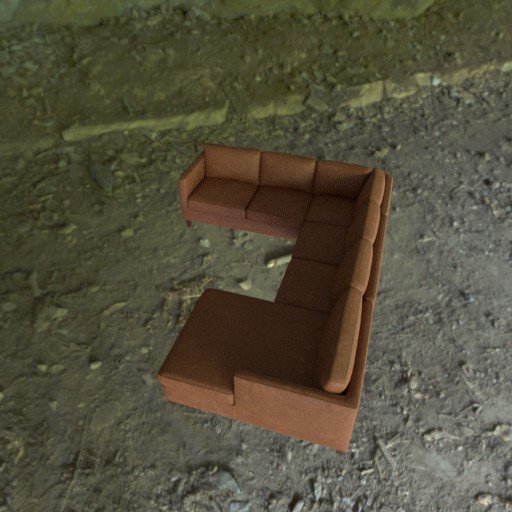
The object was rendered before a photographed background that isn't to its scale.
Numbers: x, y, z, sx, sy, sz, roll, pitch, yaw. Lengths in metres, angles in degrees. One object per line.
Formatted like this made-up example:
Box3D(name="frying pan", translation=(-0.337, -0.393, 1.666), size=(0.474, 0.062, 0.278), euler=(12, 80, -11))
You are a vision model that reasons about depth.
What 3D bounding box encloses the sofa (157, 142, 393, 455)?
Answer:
Box3D(name="sofa", translation=(0.000, 0.000, 4.797), size=(2.593, 0.923, 3.460), euler=(11, 41, 13))
